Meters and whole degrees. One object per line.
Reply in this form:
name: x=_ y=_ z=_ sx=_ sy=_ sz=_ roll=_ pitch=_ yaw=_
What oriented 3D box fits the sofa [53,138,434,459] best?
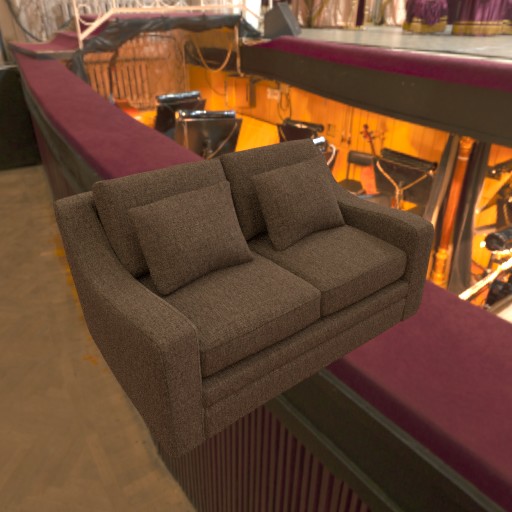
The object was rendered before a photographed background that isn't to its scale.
sofa: x=0.000 y=0.000 z=2.457 sx=1.778 sy=0.991 sz=1.120 roll=-20 pitch=35 yaw=-32
